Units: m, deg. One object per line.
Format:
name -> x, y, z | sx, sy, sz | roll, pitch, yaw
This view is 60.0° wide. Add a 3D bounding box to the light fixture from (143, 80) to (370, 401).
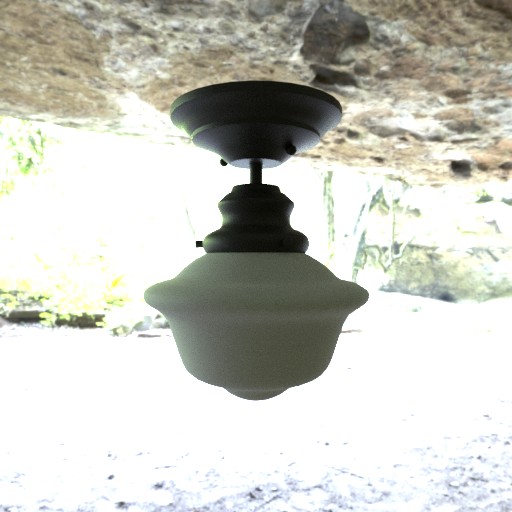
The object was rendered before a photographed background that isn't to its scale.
light fixture -> 0.000, 0.000, 0.396 | 0.197, 0.254, 0.197 | 0, -1, 0
